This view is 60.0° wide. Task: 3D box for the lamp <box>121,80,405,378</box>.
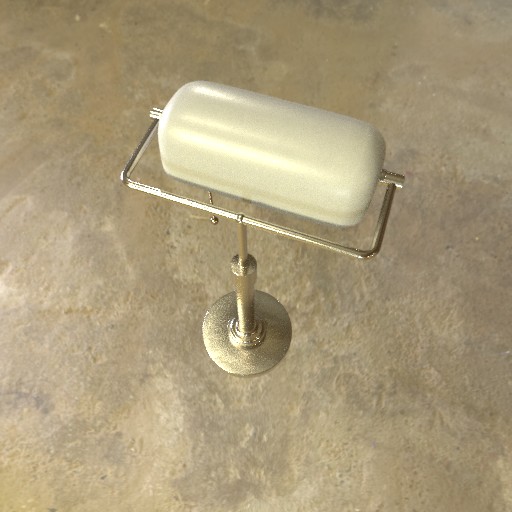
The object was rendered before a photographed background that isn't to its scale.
[{"bbox_3d":[0.000,0.000,0.566,0.269,0.404,0.227,18,64,9],"label":"lamp"}]
